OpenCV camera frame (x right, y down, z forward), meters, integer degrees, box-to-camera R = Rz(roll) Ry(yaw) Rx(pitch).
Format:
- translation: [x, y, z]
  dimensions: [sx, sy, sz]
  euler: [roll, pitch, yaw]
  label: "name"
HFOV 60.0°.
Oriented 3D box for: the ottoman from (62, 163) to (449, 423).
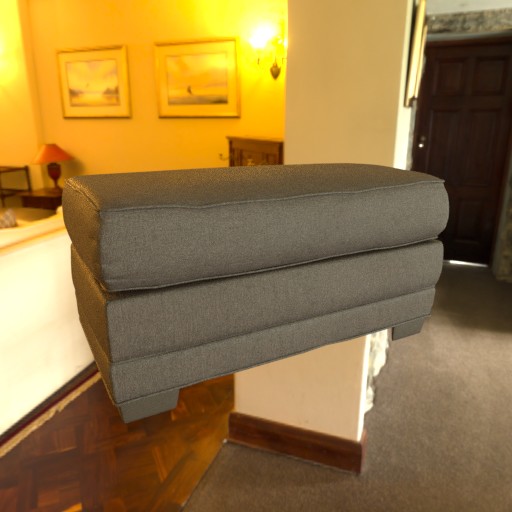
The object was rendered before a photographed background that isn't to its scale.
- translation: [0.000, 0.000, 1.140]
  dimensions: [0.864, 0.448, 0.490]
  euler: [-9, 19, -27]
  label: "ottoman"
